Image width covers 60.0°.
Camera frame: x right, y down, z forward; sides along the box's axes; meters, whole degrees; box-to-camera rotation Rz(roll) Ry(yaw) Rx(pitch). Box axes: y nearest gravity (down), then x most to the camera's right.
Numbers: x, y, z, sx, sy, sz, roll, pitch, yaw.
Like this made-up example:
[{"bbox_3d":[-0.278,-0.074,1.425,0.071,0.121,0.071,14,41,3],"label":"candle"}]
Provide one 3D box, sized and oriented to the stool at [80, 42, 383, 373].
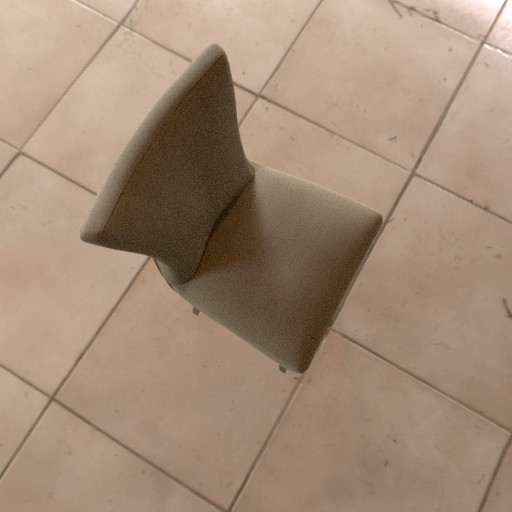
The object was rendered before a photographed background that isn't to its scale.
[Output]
[{"bbox_3d":[0.000,0.000,1.381,0.574,1.086,0.514,28,78,7],"label":"stool"}]
